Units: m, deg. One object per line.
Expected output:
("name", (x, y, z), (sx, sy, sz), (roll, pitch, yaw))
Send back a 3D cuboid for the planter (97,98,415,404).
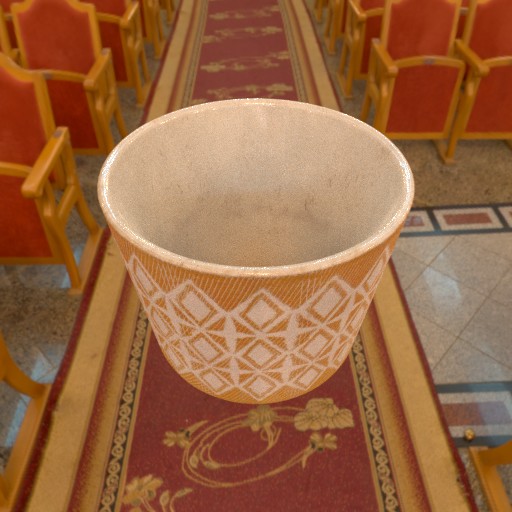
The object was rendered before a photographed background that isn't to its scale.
("planter", (0.000, 0.000, 0.218), (0.126, 0.104, 0.126), (0, 44, 0))
